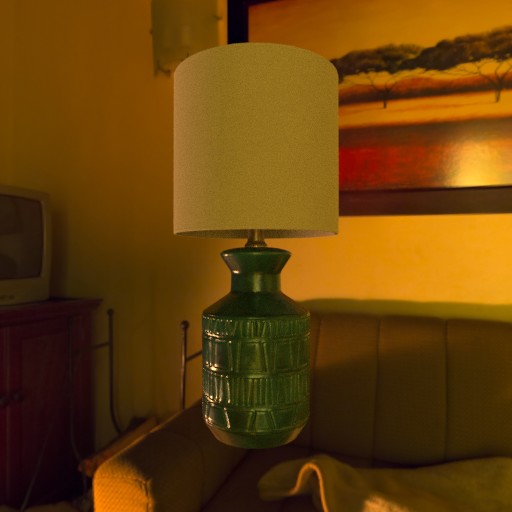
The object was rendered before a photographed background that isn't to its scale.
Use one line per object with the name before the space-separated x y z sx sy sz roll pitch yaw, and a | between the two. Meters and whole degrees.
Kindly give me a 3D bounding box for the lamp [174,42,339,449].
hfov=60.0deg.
lamp | 0.000 0.000 0.577 0.211 0.455 0.211 0 -1 -1
